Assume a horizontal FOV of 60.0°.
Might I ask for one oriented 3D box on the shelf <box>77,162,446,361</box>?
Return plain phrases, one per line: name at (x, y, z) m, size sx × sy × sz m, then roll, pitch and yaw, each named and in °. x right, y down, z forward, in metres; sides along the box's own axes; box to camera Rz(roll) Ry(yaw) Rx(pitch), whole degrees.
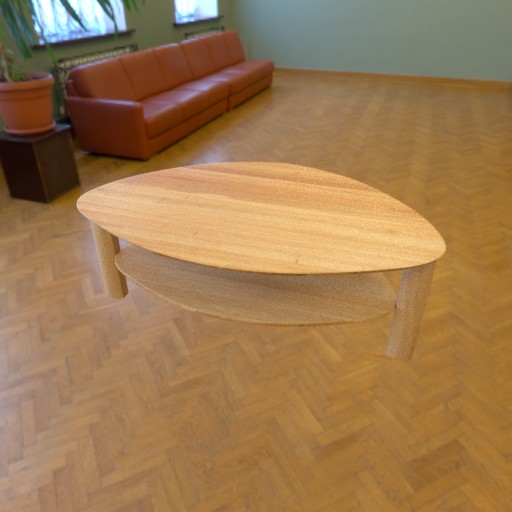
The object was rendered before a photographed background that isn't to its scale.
shelf at (0.000, 0.000, 1.671) m, size 1.246 × 0.440 × 0.845 m, roll 10°, pitch 33°, yaw 15°
